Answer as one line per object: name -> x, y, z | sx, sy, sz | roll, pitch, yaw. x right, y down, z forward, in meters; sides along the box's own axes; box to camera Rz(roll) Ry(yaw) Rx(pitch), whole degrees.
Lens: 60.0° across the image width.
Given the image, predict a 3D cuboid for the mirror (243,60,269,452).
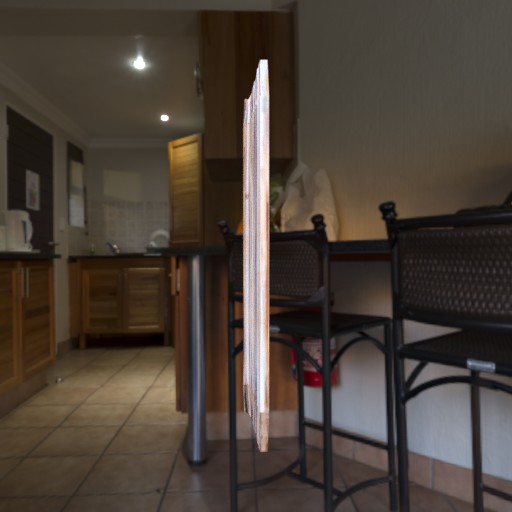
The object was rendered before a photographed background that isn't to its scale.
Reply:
mirror -> 0.000, 0.000, 1.340 | 0.061, 1.015, 0.709 | 0, 1, 0
